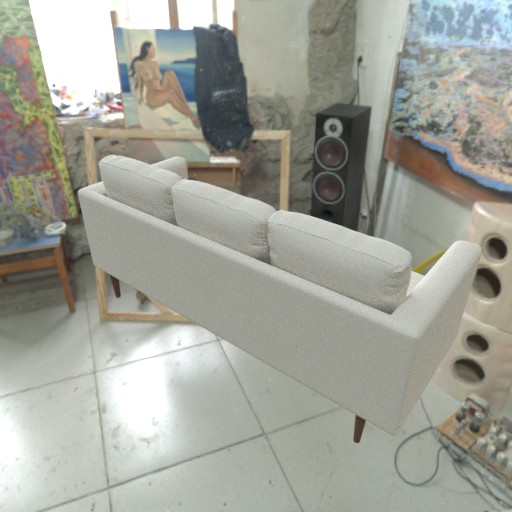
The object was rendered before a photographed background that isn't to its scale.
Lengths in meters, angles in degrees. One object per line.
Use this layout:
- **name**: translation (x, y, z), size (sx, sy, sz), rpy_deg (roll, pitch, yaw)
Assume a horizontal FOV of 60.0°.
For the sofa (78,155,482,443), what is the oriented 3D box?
- **sofa**: translation (0.000, 0.000, 2.404), size (2.029, 0.912, 0.802), rpy_deg (22, 38, 32)
